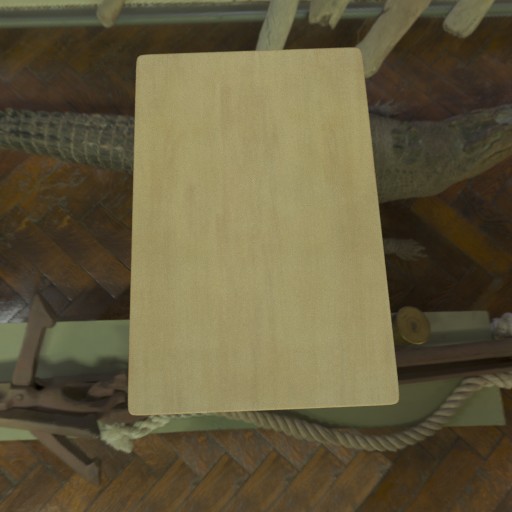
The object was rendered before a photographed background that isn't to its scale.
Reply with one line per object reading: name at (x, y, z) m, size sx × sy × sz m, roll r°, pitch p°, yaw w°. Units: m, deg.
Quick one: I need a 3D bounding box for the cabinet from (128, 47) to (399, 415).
cabinet at (0.000, 0.000, 1.272) m, size 0.503 × 0.762 × 0.763 m, roll -2°, pitch 77°, yaw -1°
